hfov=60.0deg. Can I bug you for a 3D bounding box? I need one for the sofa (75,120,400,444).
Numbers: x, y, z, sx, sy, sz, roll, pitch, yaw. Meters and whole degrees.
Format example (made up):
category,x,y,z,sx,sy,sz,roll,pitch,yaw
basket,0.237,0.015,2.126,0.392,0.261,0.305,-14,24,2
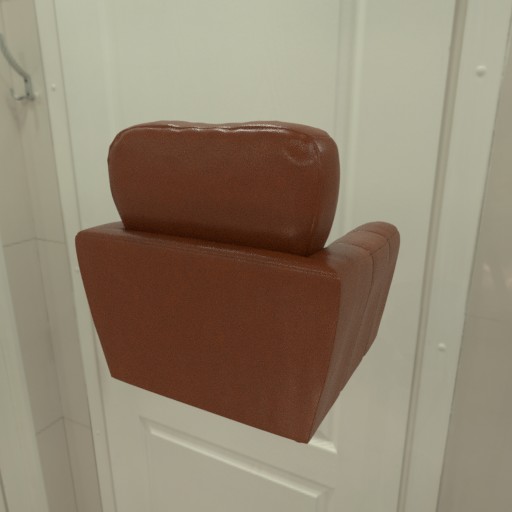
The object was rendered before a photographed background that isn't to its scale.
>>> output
category,x,y,z,sx,sy,sz,roll,pitch,yaw
sofa,0.000,0.000,1.496,0.836,0.876,0.789,9,19,26
